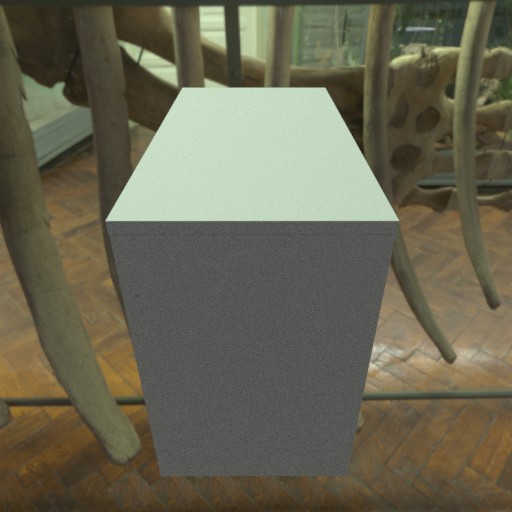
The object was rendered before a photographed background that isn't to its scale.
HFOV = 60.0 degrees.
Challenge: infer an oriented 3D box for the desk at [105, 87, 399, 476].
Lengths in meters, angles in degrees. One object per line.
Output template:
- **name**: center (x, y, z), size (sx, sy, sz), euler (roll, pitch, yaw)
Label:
- **desk**: center (0.000, 0.000, 1.281), size (0.482, 0.730, 0.898), euler (0, 34, 0)
